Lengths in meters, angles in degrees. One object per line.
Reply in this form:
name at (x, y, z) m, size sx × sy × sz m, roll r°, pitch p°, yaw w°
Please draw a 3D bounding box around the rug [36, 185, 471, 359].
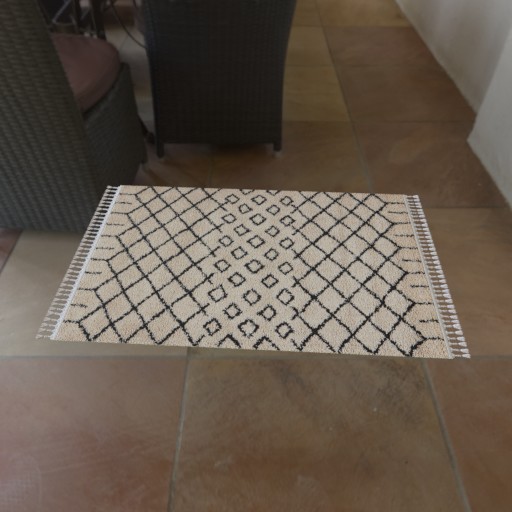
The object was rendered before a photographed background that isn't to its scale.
rug at (0.000, 0.000, 2.450) m, size 2.006 × 0.008 × 1.196 m, roll 2°, pitch 46°, yaw 2°
